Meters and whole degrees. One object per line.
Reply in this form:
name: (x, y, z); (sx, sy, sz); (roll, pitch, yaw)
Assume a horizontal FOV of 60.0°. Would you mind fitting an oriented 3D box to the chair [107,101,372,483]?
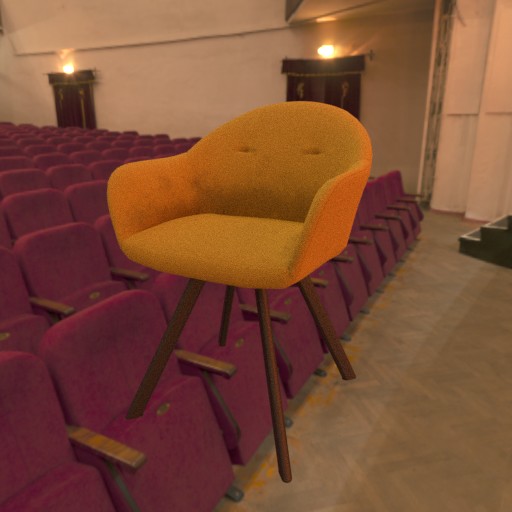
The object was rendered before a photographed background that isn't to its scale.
chair: (0.000, 0.000, 1.148); (0.545, 0.775, 0.565); (9, 19, 27)
